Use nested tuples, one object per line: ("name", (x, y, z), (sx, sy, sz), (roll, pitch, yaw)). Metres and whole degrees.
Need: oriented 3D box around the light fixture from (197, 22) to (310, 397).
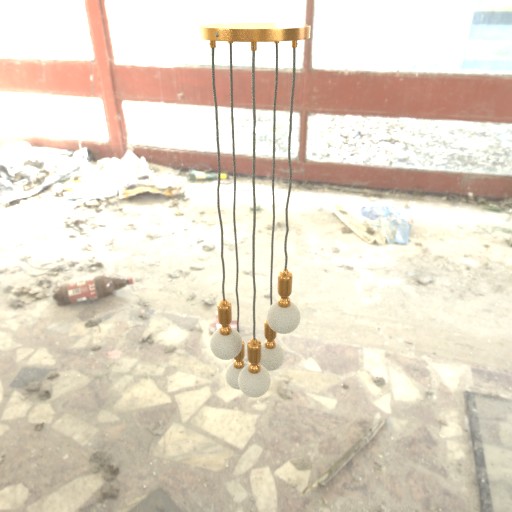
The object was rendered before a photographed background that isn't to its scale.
("light fixture", (0.000, 0.000, 0.494), (0.108, 0.457, 0.105), (20, 36, 30))
